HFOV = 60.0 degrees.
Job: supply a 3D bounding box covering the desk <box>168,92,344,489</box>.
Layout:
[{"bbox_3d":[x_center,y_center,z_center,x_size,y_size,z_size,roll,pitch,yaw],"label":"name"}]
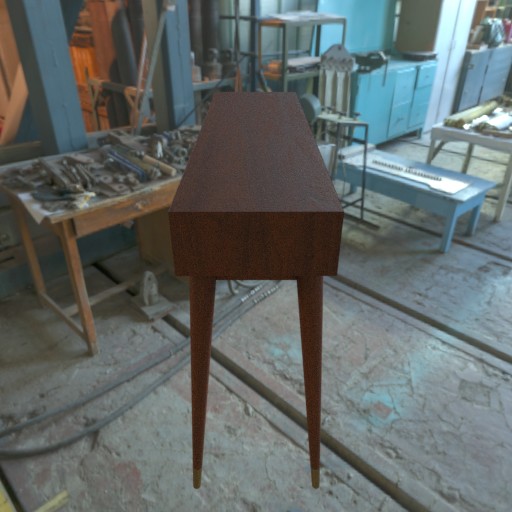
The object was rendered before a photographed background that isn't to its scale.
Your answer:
[{"bbox_3d":[0.000,0.000,1.617,0.384,0.917,1.204,0,31,0],"label":"desk"}]
